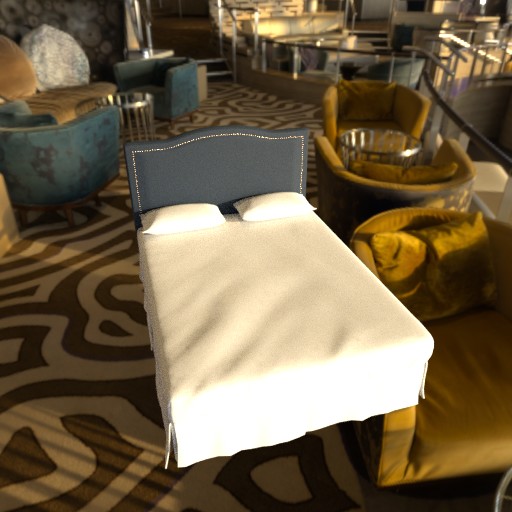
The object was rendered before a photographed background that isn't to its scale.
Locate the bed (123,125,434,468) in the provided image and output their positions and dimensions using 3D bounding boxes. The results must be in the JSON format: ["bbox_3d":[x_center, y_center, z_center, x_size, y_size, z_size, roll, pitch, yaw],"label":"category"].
[{"bbox_3d":[0.000,0.000,3.429,1.821,1.436,2.282,-9,33,-15],"label":"bed"}]
